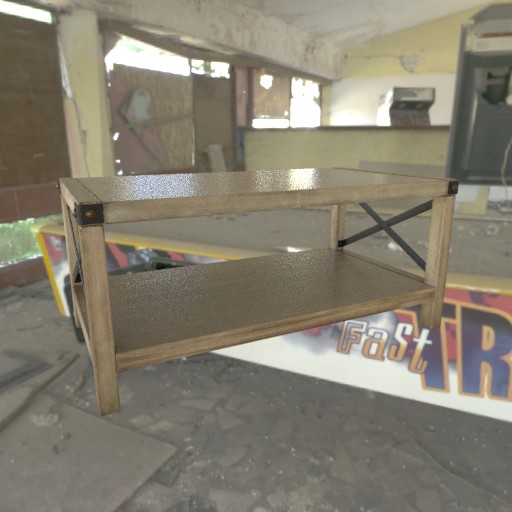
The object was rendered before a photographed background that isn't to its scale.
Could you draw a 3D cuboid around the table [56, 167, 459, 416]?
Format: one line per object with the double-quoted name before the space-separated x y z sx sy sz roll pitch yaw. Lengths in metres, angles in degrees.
"table" 0.000 0.000 1.317 1.016 0.456 0.559 -8 17 -26
